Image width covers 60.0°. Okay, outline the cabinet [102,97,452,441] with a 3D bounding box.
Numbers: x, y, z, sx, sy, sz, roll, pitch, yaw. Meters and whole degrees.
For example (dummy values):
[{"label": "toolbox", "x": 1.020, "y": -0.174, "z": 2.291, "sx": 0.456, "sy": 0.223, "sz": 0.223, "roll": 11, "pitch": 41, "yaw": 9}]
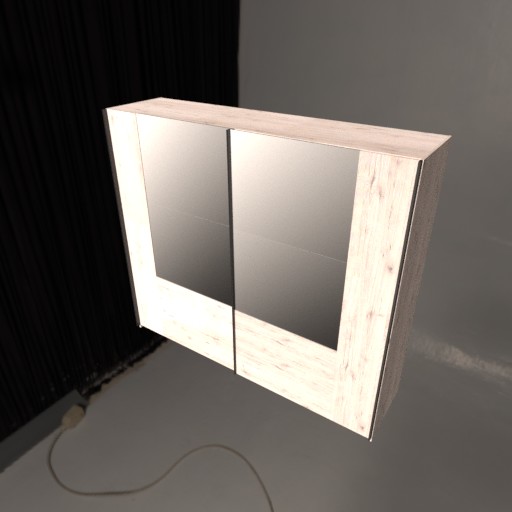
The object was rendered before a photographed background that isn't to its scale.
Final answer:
[{"label": "cabinet", "x": 0.000, "y": 0.000, "z": 3.660, "sx": 2.500, "sy": 2.180, "sz": 0.660, "roll": 18, "pitch": 34, "yaw": 29}]
